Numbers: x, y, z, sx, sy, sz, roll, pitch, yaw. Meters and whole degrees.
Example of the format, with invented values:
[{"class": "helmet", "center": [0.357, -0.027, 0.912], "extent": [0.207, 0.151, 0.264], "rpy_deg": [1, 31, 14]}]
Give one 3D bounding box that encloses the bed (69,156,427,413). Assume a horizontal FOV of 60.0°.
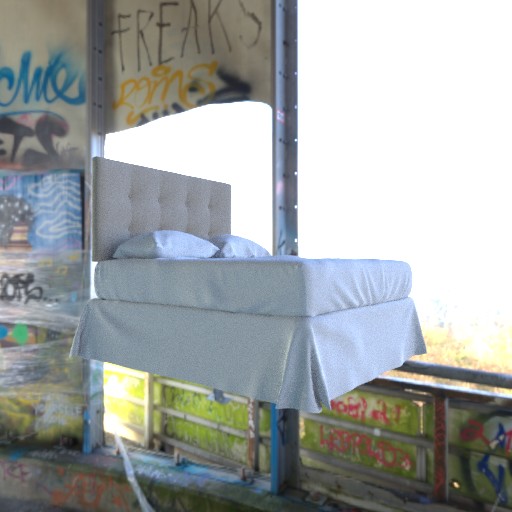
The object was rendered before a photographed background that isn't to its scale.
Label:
[{"class": "bed", "center": [0.000, 0.000, 3.525], "extent": [2.222, 1.577, 1.936], "rpy_deg": [0, -1, 38]}]
